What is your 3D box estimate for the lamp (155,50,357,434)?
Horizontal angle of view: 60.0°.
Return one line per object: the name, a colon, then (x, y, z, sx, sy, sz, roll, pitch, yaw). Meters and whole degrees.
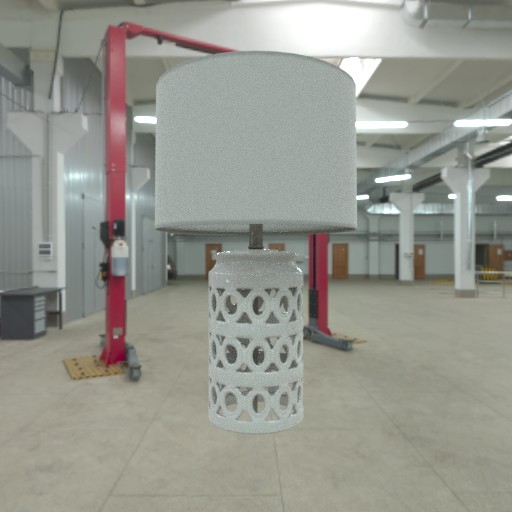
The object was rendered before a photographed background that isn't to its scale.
lamp: (0.000, 0.000, 0.695, 0.310, 0.502, 0.310, 0, 0, 0)
